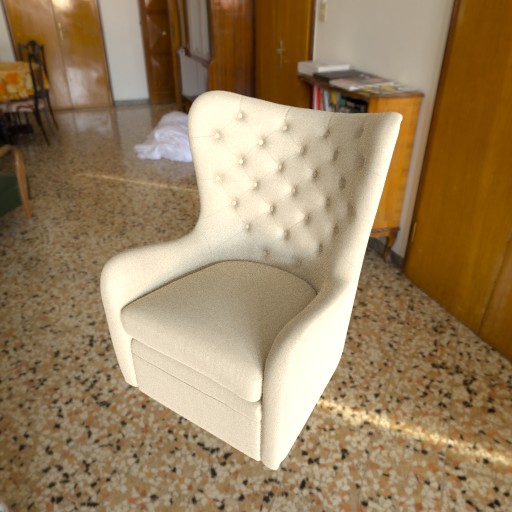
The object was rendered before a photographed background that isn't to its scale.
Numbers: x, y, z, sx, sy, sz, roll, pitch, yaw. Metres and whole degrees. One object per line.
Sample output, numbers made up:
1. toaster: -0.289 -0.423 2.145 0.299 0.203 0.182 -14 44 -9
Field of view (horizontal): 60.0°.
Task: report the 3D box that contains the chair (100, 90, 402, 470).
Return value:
1. chair: 0.000 0.000 1.727 0.831 1.079 0.929 18 35 28
